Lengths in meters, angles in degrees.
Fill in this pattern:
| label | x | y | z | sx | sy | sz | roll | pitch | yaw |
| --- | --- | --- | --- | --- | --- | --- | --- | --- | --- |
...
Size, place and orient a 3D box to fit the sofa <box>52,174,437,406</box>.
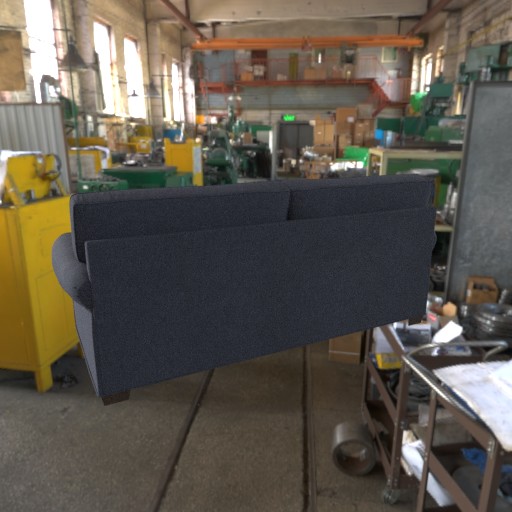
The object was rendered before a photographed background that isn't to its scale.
| label | x | y | z | sx | sy | sz | roll | pitch | yaw |
| --- | --- | --- | --- | --- | --- | --- | --- | --- | --- |
| sofa | 0.000 | 0.000 | 2.879 | 2.391 | 1.026 | 0.954 | -8 | 17 | -26 |
